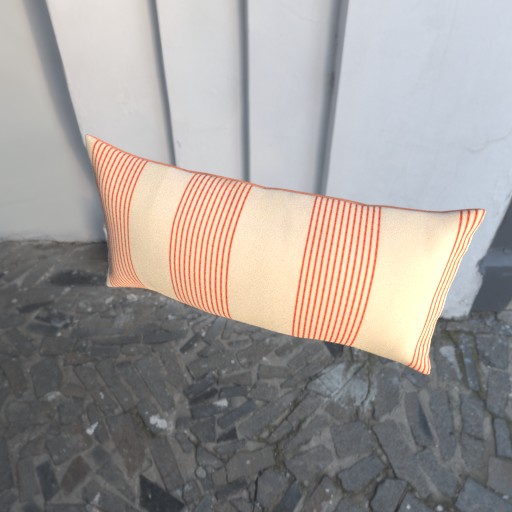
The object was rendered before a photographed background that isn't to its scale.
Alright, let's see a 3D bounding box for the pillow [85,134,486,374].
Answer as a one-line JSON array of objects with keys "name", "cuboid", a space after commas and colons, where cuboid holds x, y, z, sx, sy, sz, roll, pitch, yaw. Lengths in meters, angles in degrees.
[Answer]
[{"name": "pillow", "cuboid": [0.000, 0.000, 0.713, 0.608, 0.292, 0.156, 13, 43, 15]}]
